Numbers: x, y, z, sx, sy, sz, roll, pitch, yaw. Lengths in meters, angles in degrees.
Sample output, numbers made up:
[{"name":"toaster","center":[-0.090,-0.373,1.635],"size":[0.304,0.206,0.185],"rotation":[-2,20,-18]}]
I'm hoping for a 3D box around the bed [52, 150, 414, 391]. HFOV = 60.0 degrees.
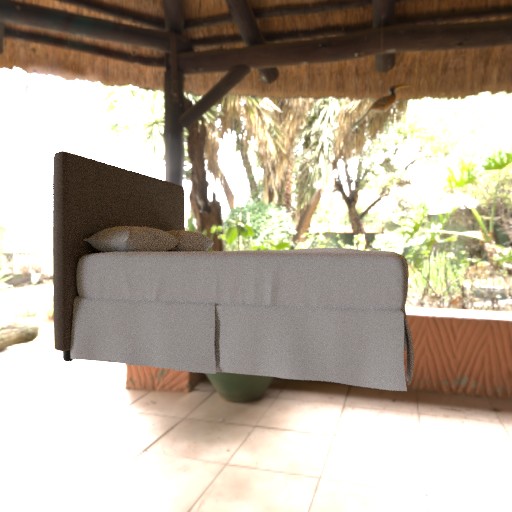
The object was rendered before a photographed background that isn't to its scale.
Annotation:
[{"name":"bed","center":[0.000,0.000,3.236],"size":[2.142,1.330,1.723],"rotation":[0,1,17]}]
